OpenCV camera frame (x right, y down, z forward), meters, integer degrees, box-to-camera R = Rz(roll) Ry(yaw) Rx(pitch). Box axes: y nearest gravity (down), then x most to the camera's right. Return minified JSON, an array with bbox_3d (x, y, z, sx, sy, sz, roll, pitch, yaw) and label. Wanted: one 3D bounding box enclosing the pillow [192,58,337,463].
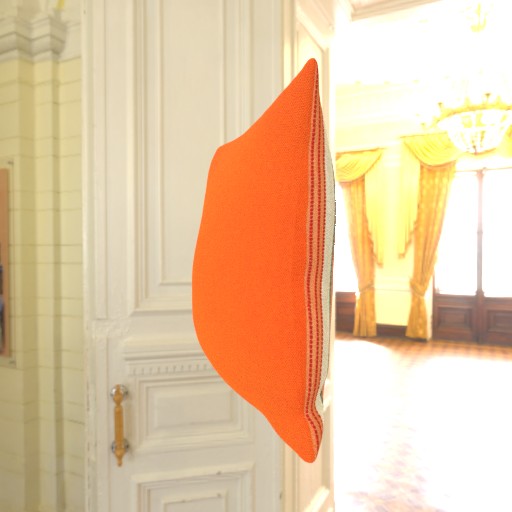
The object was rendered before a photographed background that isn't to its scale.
[{"bbox_3d":[0.000,0.000,0.681,0.182,0.441,0.440,0,1,-18],"label":"pillow"}]
